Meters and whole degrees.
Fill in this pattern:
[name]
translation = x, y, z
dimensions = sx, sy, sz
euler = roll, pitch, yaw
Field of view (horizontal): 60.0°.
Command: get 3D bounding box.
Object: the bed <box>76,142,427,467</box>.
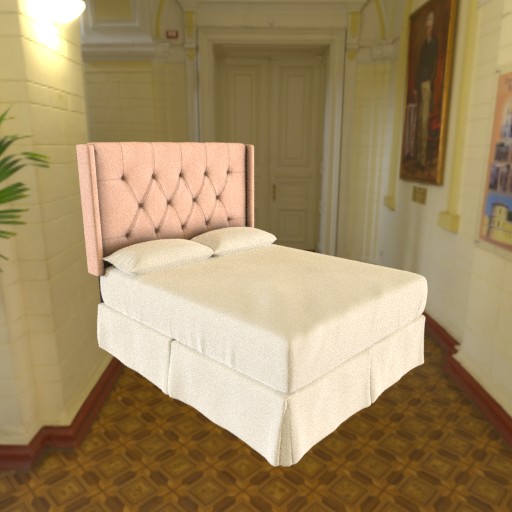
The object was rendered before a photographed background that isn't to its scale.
[bed]
translation = 0.000, 0.000, 3.329
dimensions = 2.066, 1.665, 1.719
euler = 13, 19, 43
